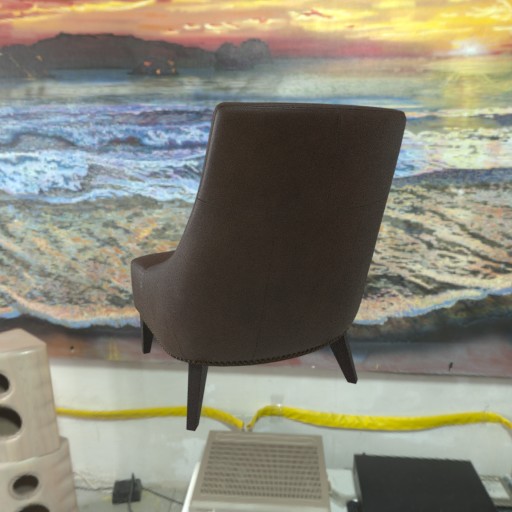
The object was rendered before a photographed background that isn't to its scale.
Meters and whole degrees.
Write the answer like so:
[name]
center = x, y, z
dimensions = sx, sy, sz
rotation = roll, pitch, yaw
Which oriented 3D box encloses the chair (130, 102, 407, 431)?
[chair]
center = 0.000, 0.000, 1.486
dimensions = 0.701, 0.909, 0.861
rotation = -7, 16, -26
